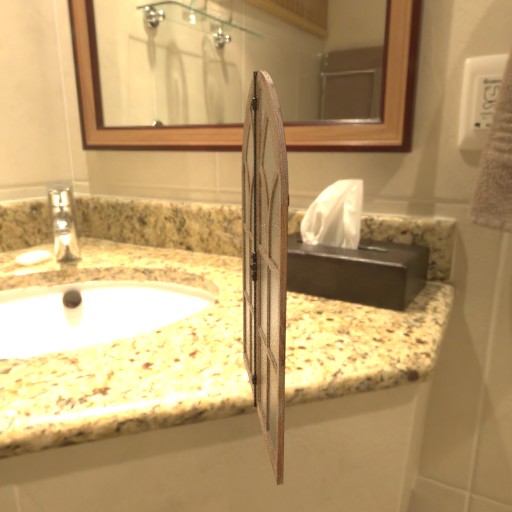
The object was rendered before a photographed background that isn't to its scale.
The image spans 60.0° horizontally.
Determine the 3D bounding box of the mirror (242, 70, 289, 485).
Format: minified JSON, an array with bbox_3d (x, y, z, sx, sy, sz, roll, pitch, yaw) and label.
[{"bbox_3d":[0.000,0.000,1.179,0.032,0.915,0.609,-2,15,-9],"label":"mirror"}]
